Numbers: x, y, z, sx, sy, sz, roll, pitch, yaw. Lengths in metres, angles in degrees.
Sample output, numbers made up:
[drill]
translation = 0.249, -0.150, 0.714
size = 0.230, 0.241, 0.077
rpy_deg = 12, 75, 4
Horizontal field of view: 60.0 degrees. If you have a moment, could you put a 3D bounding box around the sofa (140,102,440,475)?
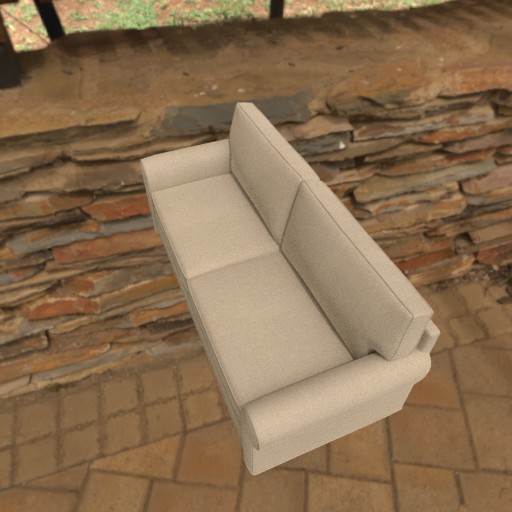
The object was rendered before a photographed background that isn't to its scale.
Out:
[sofa]
translation = 0.000, 0.000, 2.629
size = 0.901, 0.962, 2.146
rpy_deg = -17, 48, -16
